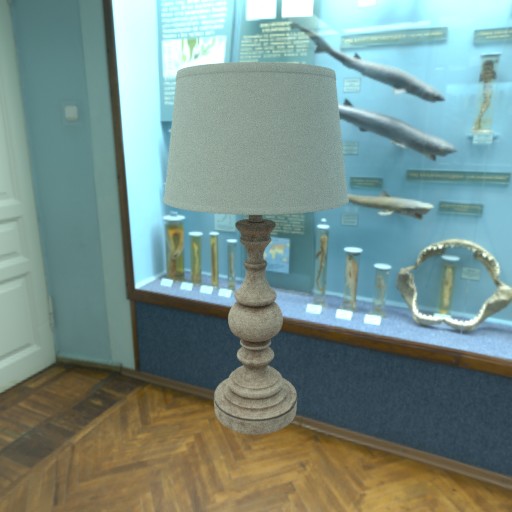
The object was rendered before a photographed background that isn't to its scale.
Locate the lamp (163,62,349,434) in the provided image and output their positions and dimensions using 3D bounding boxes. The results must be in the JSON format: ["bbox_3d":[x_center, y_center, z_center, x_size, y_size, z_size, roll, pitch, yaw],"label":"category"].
[{"bbox_3d":[0.000,0.000,0.857,0.340,0.678,0.340,0,16,0],"label":"lamp"}]
